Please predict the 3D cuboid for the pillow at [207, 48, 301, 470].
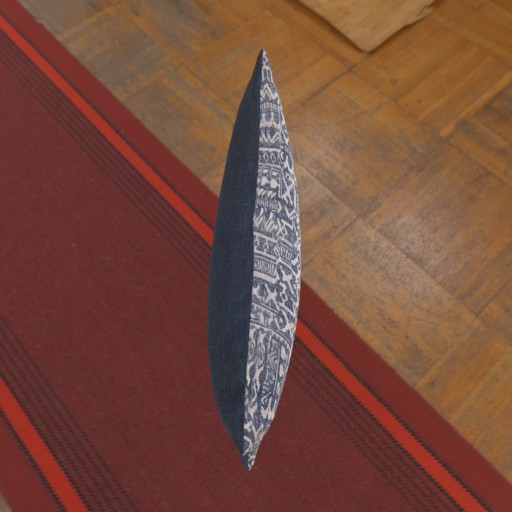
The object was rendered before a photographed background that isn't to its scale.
[{"bbox_3d":[0.000,0.000,0.722,0.148,0.292,0.631,2,64,1],"label":"pillow"}]
